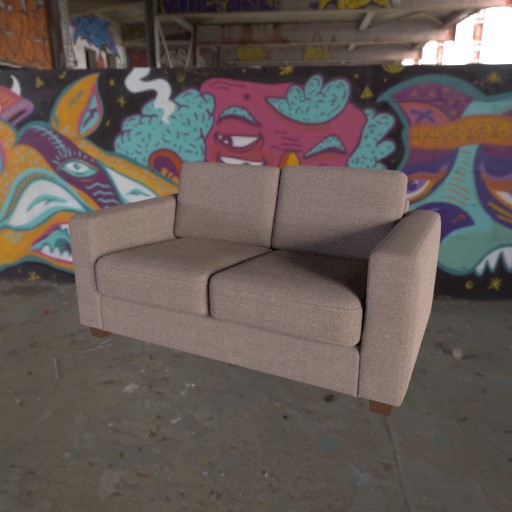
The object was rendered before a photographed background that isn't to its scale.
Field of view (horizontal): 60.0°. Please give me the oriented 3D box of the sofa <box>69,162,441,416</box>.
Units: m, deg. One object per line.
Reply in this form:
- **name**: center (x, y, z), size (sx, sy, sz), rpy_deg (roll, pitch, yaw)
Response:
- **sofa**: center (0.000, 0.000, 2.067), size (1.520, 0.800, 0.900), rpy_deg (8, 18, 25)
